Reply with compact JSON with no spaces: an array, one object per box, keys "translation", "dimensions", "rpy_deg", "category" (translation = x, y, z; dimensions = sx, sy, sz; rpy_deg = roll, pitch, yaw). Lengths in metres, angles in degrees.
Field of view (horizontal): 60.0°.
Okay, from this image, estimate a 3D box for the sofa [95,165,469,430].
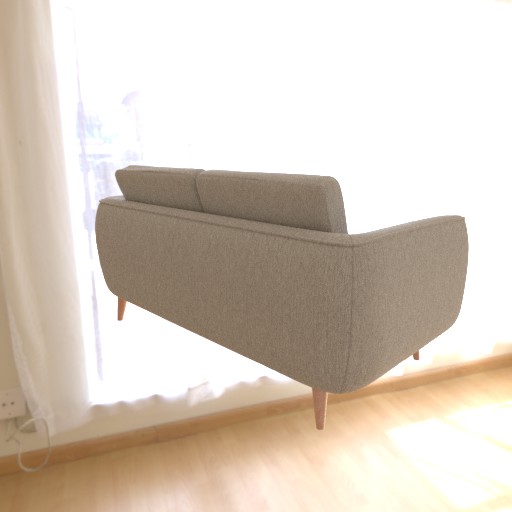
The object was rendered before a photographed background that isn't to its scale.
[{"translation":[0.000,0.000,2.152],"dimensions":[0.920,0.850,1.700],"rpy_deg":[-13,19,-43],"category":"sofa"}]
